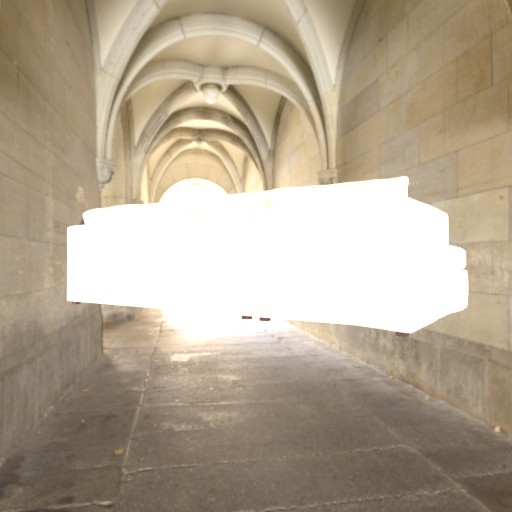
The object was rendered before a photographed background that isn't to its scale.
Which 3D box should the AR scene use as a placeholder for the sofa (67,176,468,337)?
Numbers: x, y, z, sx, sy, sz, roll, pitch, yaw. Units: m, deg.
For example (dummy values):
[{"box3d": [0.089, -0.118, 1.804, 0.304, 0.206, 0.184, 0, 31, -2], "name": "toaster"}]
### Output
[{"box3d": [0.000, 0.000, 3.902, 3.205, 0.922, 1.650, -1, -1, 35], "name": "sofa"}]
